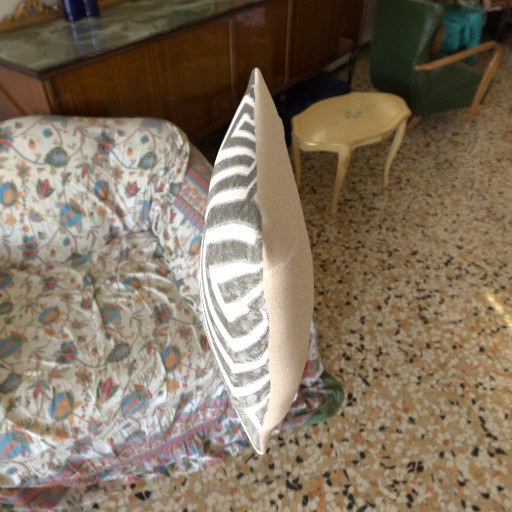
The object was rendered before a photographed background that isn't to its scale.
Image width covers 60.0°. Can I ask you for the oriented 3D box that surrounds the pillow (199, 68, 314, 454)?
[{"bbox_3d":[0.000,0.000,0.699,0.182,0.441,0.440,0,42,0],"label":"pillow"}]
